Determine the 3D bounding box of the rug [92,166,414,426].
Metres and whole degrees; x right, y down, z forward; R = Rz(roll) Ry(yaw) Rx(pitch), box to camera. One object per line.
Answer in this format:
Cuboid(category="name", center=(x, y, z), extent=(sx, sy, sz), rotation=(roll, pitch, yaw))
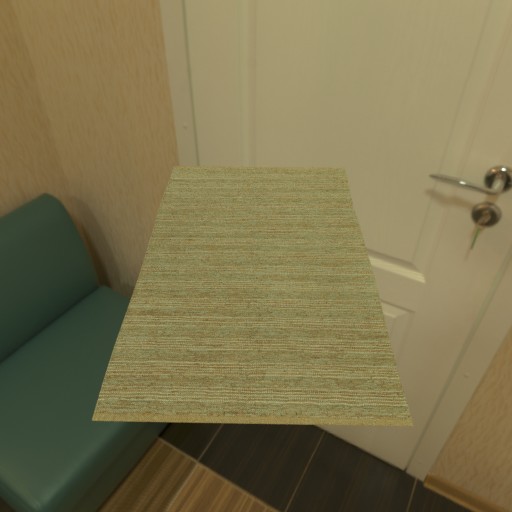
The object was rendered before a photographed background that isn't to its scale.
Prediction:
Cuboid(category="rug", center=(0.000, 0.000, 3.028), extent=(1.540, 0.012, 2.448), rotation=(1, 40, 1))
